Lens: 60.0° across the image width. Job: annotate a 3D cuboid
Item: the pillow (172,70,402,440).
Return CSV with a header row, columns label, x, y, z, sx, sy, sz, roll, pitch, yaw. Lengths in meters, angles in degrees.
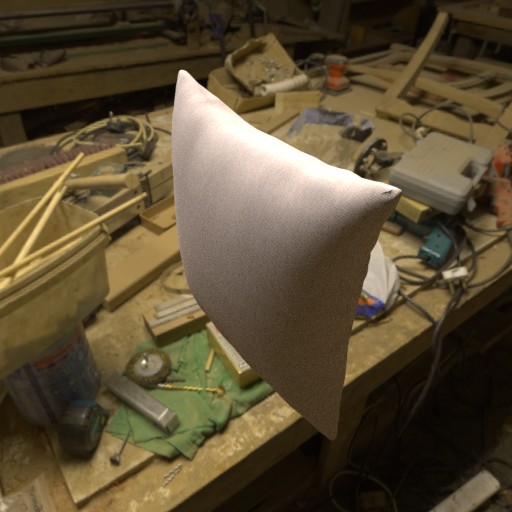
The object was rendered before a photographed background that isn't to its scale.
label,x,y,z,sx,sy,sz,roll,pitch,yaw
pillow,0.000,0.000,0.674,0.173,0.436,0.433,-24,45,-26
